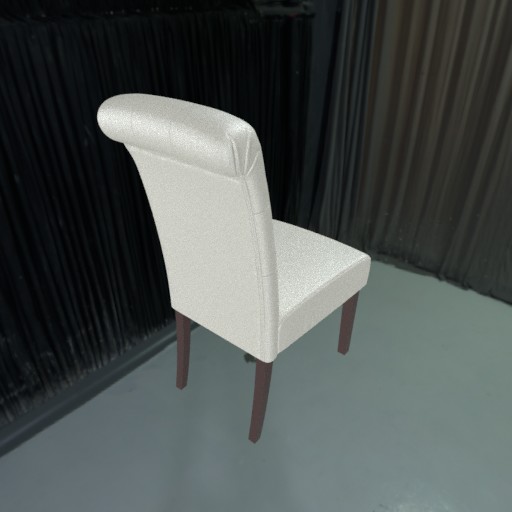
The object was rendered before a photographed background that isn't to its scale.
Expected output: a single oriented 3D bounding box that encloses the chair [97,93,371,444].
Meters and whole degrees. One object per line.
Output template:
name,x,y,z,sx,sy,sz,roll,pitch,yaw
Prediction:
chair,0.000,0.000,1.349,0.456,1.006,0.671,23,38,33
